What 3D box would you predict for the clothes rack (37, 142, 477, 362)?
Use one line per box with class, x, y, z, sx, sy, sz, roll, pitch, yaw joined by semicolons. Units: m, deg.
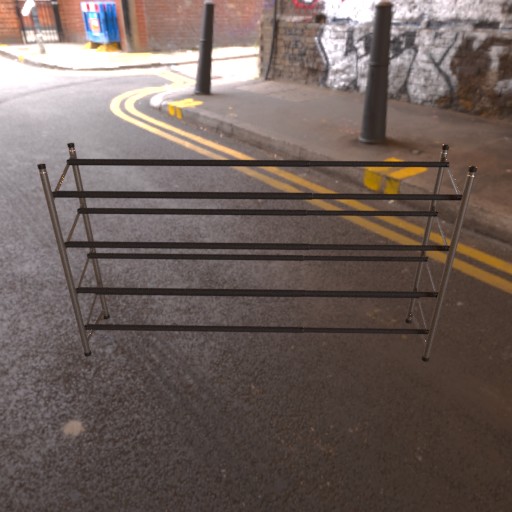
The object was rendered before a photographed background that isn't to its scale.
clothes rack;0.000;0.000;1.428;1.168;0.672;0.229;1;30;1
